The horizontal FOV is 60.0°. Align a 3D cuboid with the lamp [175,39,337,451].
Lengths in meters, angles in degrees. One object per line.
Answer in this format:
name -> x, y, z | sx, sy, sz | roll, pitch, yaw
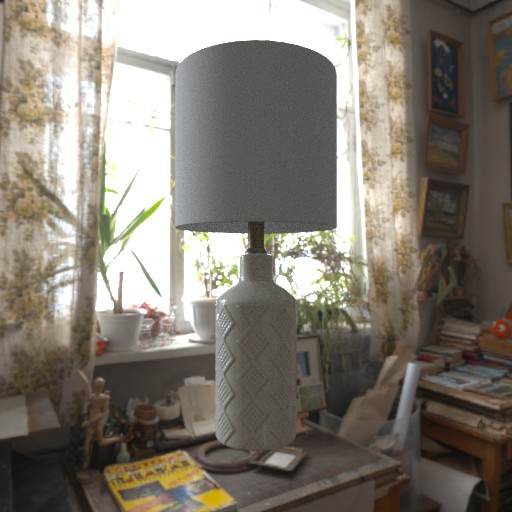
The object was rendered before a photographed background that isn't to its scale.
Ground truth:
lamp -> 0.000, 0.000, 0.574 | 0.207, 0.461, 0.207 | 0, -1, 19
